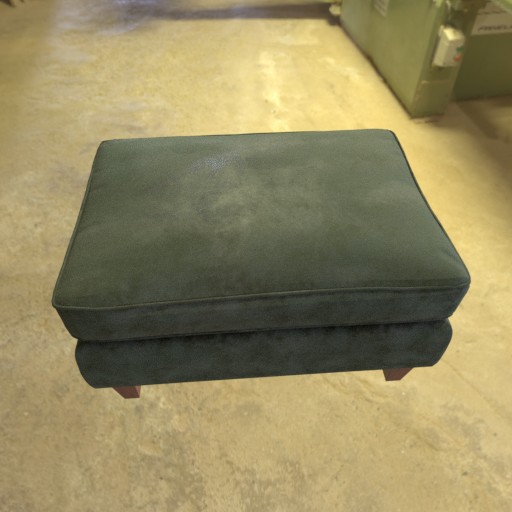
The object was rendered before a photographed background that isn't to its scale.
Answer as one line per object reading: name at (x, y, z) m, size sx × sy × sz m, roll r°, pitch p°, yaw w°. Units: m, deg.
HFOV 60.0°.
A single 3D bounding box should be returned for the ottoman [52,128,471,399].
ottoman at (0.000, 0.000, 1.221) m, size 0.864 × 0.495 × 0.632 m, roll -3°, pitch 47°, yaw -3°
